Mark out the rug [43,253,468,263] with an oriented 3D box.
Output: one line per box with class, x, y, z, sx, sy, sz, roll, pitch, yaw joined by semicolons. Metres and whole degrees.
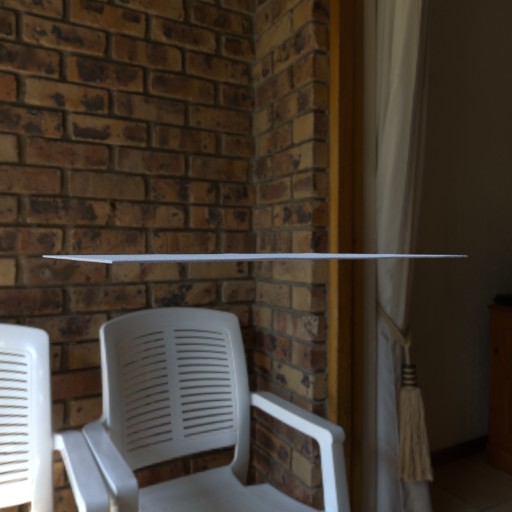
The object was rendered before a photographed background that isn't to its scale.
rug;0.000;0.000;2.293;1.835;0.012;1.231;-1;1;-34
